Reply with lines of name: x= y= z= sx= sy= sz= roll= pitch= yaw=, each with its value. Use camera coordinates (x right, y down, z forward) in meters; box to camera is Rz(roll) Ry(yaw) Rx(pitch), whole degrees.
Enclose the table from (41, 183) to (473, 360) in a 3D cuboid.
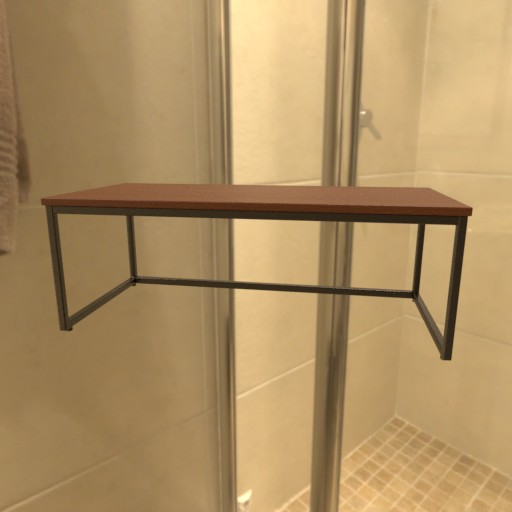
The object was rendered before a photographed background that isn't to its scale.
table: x=0.000 y=0.000 z=1.397 sx=1.100 sy=0.400 sz=0.500 roll=2 pitch=14 yaw=10
